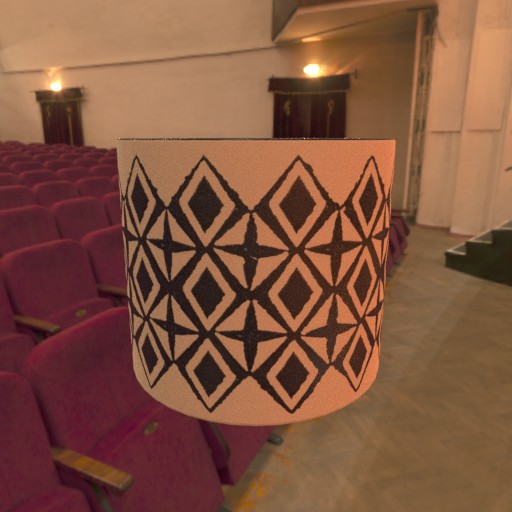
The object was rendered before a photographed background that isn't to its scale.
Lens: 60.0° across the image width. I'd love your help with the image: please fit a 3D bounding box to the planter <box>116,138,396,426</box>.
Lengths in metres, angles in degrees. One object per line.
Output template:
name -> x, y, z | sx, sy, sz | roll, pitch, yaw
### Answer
planter -> 0.000, 0.000, 0.280 | 0.159, 0.144, 0.159 | 0, 15, 0
